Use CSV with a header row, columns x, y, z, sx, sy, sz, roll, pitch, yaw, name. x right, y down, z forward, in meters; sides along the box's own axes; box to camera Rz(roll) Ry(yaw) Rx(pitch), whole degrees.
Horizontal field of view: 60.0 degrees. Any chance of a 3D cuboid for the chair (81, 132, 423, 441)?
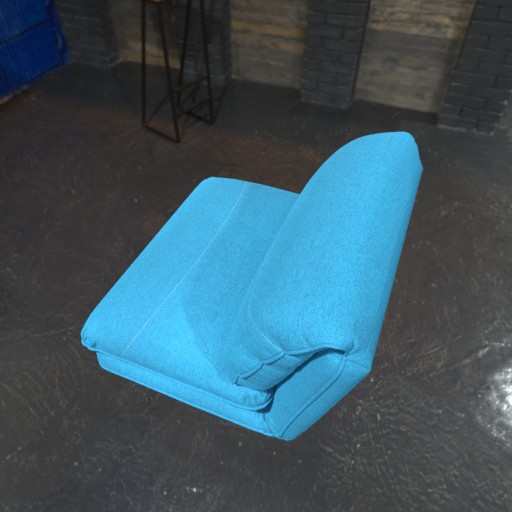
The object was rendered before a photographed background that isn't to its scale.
x,y,z,sx,sy,sz,roll,pitch,yaw,name
0.000,0.000,1.322,0.780,0.580,0.820,16,48,16,chair
